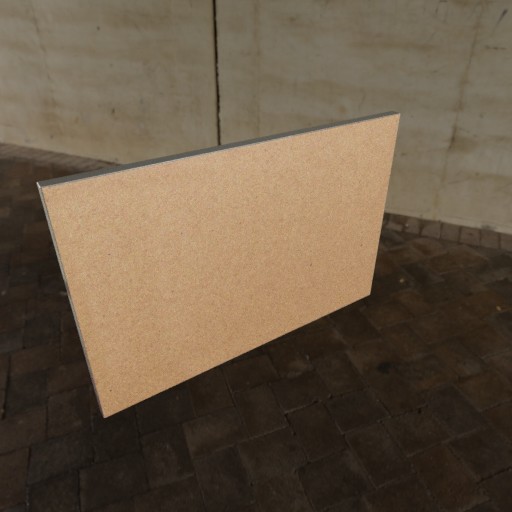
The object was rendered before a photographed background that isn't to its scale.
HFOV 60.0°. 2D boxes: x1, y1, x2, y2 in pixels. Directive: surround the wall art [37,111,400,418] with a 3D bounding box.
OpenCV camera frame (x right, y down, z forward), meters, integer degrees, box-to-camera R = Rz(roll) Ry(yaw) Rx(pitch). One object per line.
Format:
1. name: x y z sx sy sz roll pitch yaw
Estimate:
1. wall art: 0.000 0.000 0.774 0.615 0.410 0.021 -19 37 -28
